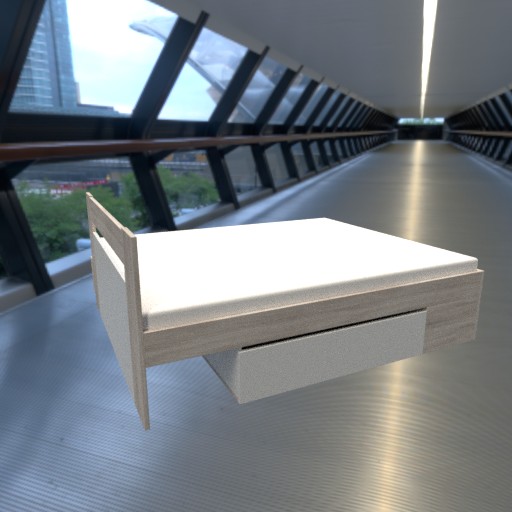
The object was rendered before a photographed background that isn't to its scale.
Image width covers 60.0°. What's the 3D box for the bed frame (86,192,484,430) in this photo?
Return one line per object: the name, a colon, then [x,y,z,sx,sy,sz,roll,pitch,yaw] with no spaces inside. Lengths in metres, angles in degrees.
bed frame: [0.000,0.000,3.115,2.050,0.860,2.040,-7,16,-25]
